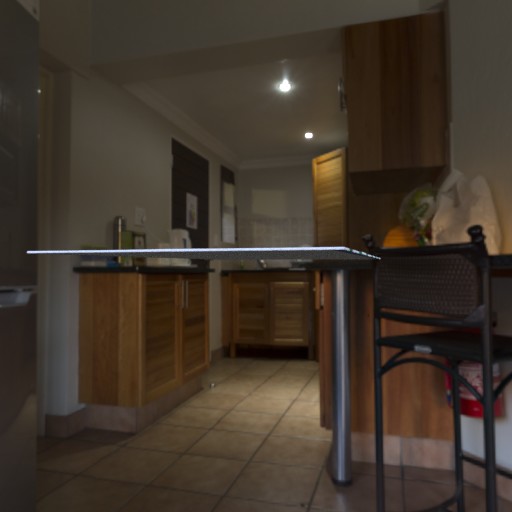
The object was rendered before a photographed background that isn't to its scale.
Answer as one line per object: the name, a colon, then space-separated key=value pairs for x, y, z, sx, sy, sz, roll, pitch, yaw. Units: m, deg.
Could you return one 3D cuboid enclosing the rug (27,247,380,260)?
rug: x=0.000 y=0.000 z=3.045 sx=1.521 sy=0.015 sz=2.436 roll=0 pitch=-1 yaw=19
